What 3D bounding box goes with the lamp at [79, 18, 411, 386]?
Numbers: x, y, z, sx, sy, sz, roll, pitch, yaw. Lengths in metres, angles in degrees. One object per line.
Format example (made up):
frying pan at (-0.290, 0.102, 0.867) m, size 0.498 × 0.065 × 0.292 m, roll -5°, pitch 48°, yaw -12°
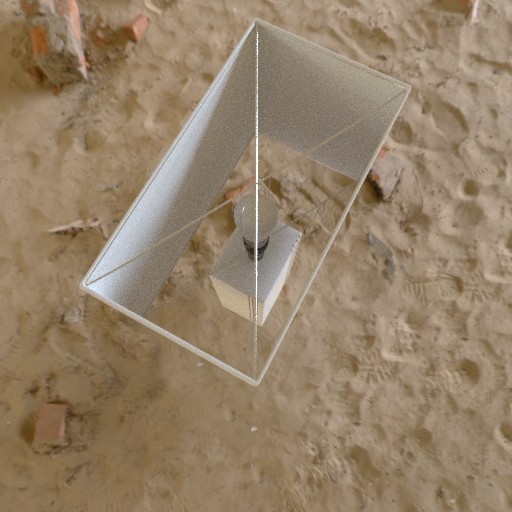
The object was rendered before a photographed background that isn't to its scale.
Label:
lamp at (0.000, 0.000, 0.683) m, size 0.182 × 0.543 × 0.334 m, roll 27°, pitch 76°, yaw 7°
